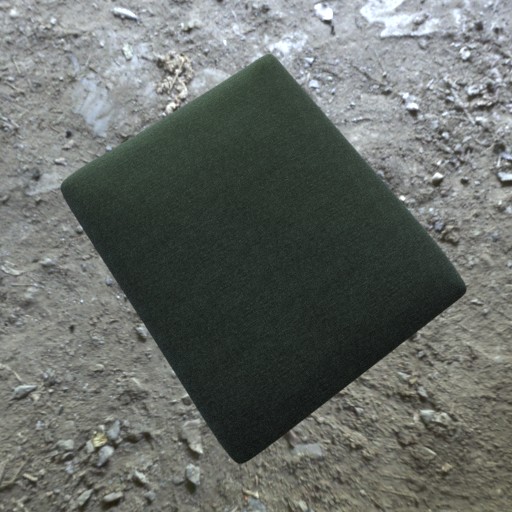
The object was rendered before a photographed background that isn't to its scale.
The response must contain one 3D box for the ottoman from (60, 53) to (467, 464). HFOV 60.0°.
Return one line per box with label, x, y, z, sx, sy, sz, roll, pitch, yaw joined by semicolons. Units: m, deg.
ottoman;0.000;0.000;1.288;0.695;0.533;0.831;-35;78;-9
